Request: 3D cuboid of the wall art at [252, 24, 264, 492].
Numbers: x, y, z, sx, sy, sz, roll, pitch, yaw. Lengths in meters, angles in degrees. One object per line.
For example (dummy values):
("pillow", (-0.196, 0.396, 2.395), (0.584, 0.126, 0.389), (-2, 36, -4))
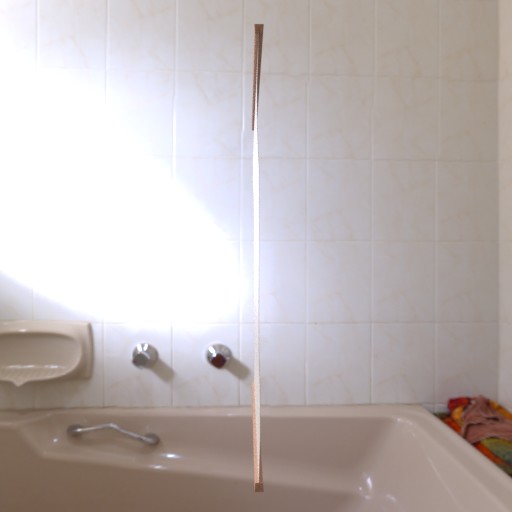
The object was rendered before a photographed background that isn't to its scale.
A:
("wall art", (0.000, 0.000, 1.332), (0.020, 1.013, 0.758), (0, 0, -1))
